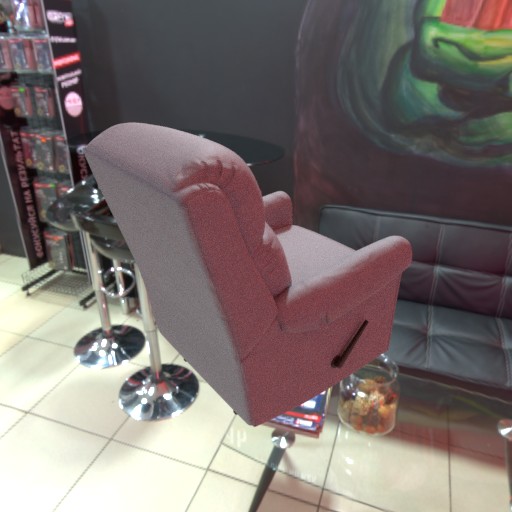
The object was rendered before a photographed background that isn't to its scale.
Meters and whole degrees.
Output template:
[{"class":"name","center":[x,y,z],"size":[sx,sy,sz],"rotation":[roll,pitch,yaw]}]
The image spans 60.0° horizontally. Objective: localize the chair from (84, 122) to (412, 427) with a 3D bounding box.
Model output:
[{"class":"chair","center":[0.000,0.000,1.791],"size":[1.014,1.054,0.838],"rotation":[-19,32,-33]}]
